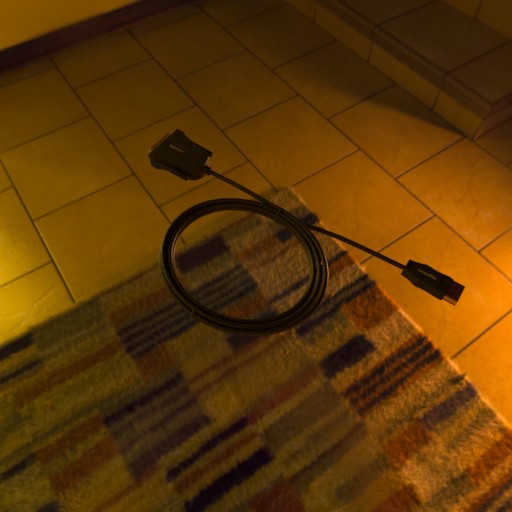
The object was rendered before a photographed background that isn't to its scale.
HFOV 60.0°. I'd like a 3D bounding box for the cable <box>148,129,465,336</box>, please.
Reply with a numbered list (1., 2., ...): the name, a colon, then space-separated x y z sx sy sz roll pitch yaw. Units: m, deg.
1. cable: 0.000 0.000 0.340 0.281 0.015 0.136 31 63 18
